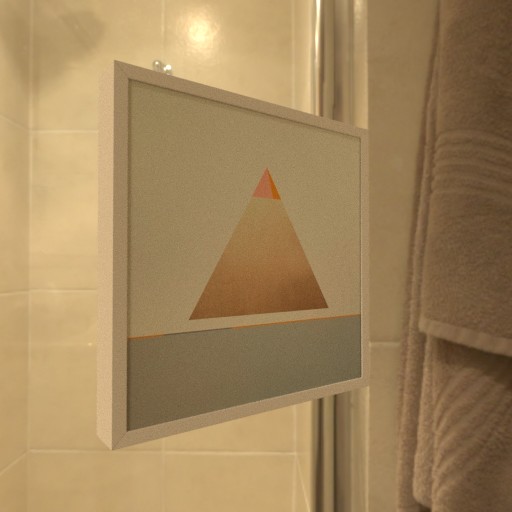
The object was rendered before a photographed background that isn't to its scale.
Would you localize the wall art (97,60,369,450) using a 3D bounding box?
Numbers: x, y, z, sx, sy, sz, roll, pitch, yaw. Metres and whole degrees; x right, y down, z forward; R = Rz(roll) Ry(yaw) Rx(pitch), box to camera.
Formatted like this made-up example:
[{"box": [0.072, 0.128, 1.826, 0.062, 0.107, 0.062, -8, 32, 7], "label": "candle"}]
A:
[{"box": [0.000, 0.000, 0.451, 0.305, 0.304, 0.038, 1, -1, -37], "label": "wall art"}]
